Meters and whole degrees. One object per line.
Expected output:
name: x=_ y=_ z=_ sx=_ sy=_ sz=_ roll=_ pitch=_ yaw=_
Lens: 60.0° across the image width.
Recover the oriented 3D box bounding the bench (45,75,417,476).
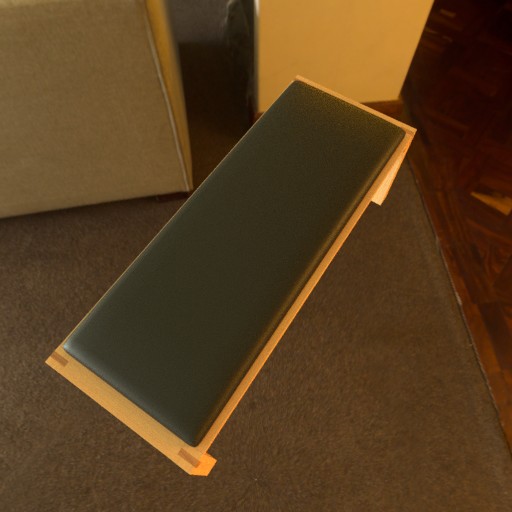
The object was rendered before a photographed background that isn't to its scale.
bench: x=0.000 y=0.000 z=1.410 sx=0.450 sy=0.430 sz=1.202 roll=31 pitch=67 yaw=14
